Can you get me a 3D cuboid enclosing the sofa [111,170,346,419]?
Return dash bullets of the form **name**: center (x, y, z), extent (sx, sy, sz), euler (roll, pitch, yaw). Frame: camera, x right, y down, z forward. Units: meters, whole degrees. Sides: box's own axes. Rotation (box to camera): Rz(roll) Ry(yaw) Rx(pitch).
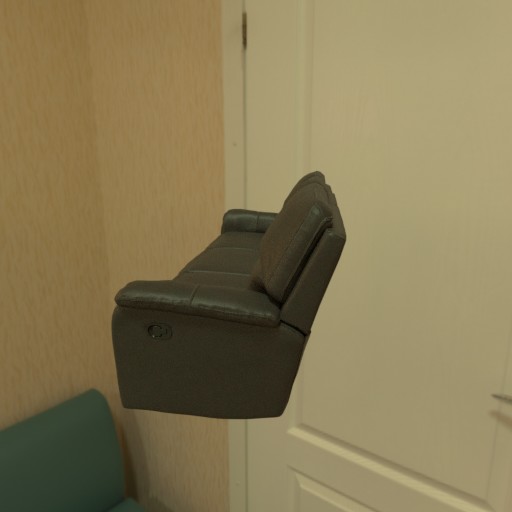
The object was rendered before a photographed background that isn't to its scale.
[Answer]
- **sofa**: center (0.000, 0.000, 3.194), extent (1.104, 1.134, 2.627), euler (2, 14, 8)
